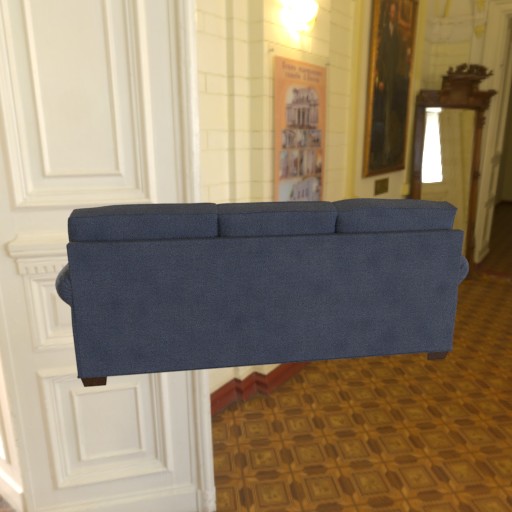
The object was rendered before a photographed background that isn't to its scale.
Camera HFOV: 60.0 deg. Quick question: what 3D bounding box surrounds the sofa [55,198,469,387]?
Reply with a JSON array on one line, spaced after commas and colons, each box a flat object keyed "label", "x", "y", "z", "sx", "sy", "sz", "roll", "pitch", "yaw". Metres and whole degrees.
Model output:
[{"label": "sofa", "x": 0.000, "y": 0.000, "z": 3.482, "sx": 2.567, "sy": 1.063, "sz": 1.780, "roll": -2, "pitch": 15, "yaw": -8}]
